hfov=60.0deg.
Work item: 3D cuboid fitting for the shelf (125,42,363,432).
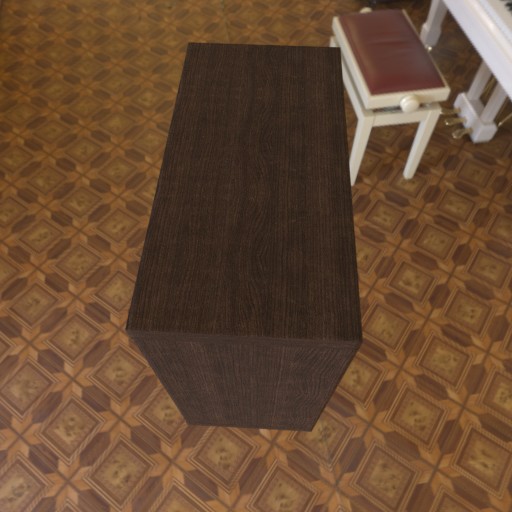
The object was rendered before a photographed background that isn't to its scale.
[{"bbox_3d":[0.000,0.000,1.266,0.390,0.786,0.790,3,58,2],"label":"shelf"}]
